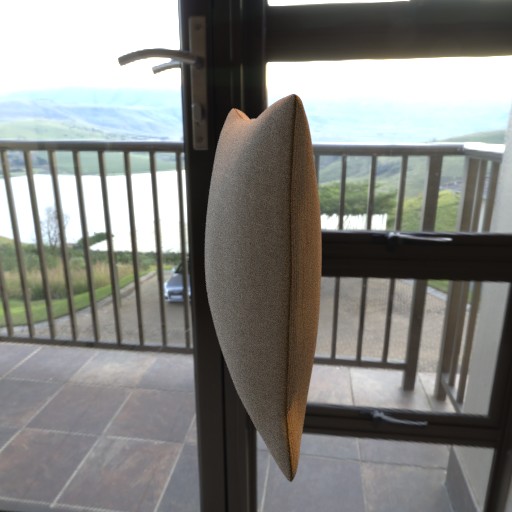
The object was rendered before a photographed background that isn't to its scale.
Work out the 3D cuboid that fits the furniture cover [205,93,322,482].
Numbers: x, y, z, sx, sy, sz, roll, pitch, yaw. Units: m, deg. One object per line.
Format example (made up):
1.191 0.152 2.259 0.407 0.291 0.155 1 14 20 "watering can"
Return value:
0.000 0.000 0.777 0.178 0.506 0.512 -3 17 -10 "furniture cover"
